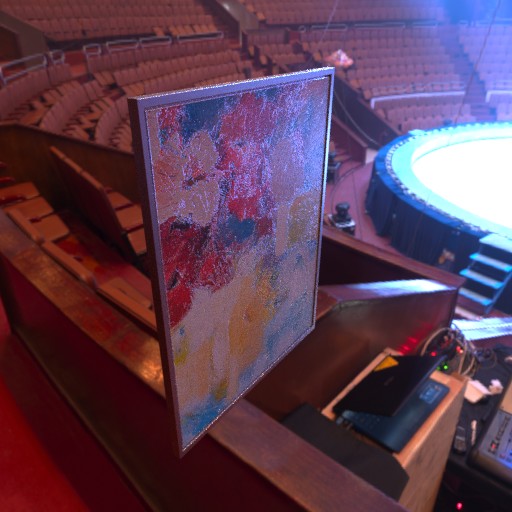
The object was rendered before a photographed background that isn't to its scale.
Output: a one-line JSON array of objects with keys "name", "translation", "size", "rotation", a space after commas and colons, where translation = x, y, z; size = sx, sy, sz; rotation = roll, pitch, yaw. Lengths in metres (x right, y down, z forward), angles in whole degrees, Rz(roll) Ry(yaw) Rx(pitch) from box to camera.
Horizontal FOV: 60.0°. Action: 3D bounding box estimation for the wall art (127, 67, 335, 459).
[{"name": "wall art", "translation": [0.000, 0.000, 1.403], "size": [0.030, 1.046, 0.816], "rotation": [19, 34, 32]}]
